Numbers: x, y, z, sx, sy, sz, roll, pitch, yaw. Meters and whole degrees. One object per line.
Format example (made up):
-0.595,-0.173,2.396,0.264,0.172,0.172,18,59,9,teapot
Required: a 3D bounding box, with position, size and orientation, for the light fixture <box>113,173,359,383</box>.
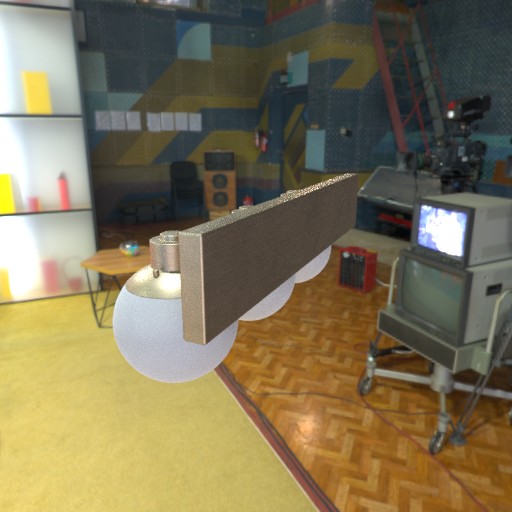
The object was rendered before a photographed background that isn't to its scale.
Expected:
0.000,0.000,0.868,0.218,0.263,0.721,8,18,25,light fixture
